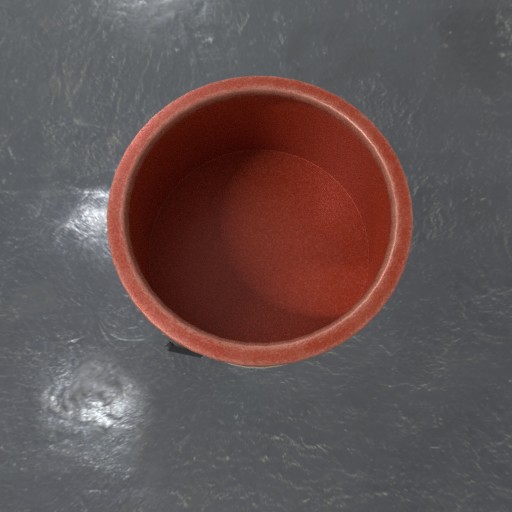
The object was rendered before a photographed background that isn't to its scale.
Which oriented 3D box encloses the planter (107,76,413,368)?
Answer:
[{"bbox_3d":[0.000,0.000,0.507,0.235,0.354,0.251,-20,77,-5],"label":"planter"}]
